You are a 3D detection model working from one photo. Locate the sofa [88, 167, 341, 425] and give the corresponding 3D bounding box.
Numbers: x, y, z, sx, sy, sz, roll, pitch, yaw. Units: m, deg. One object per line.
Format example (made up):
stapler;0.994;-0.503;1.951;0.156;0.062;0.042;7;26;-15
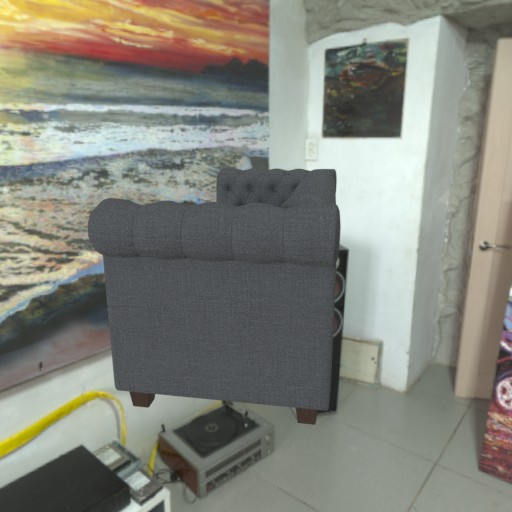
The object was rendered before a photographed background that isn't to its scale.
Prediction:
sofa;0.000;0.000;2.232;0.783;0.797;1.798;2;15;9
